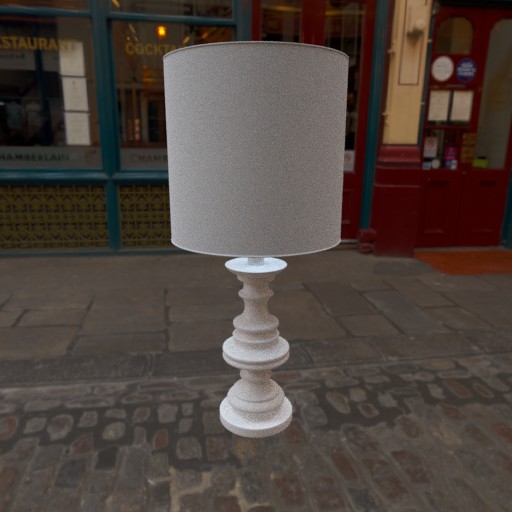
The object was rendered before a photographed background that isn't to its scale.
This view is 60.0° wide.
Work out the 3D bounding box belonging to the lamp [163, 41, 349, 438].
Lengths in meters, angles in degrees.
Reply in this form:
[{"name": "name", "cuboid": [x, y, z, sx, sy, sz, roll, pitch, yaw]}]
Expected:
[{"name": "lamp", "cuboid": [0.000, 0.000, 0.561, 0.208, 0.455, 0.208, -2, 14, -10]}]
